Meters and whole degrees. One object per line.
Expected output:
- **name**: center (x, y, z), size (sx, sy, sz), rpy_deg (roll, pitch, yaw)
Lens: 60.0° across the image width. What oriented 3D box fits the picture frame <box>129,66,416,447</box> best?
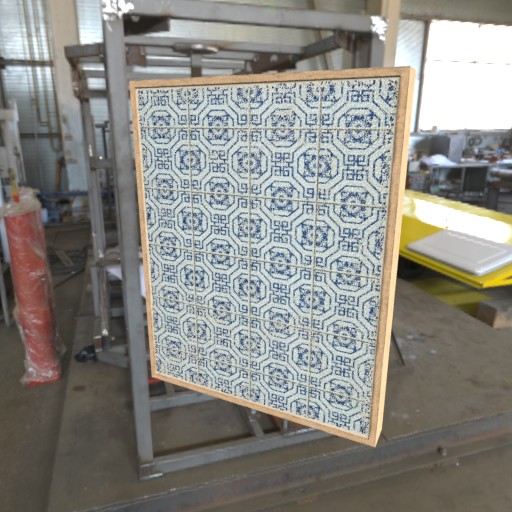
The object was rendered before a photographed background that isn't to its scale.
- **picture frame**: center (0.000, 0.000, 0.696), size (0.421, 0.526, 0.046), rpy_deg (8, 19, 26)
